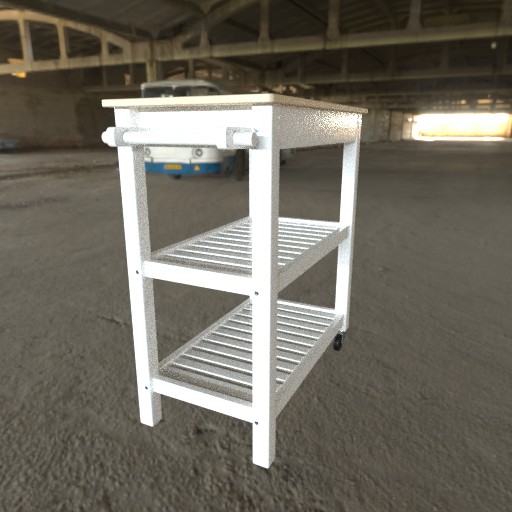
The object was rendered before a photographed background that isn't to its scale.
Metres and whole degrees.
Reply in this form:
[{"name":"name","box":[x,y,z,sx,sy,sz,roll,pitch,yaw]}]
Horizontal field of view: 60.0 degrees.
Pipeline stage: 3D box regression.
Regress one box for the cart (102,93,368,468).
[{"name":"cart","box":[0.000,0.000,1.435,0.457,0.927,0.899,8,18,25]}]
